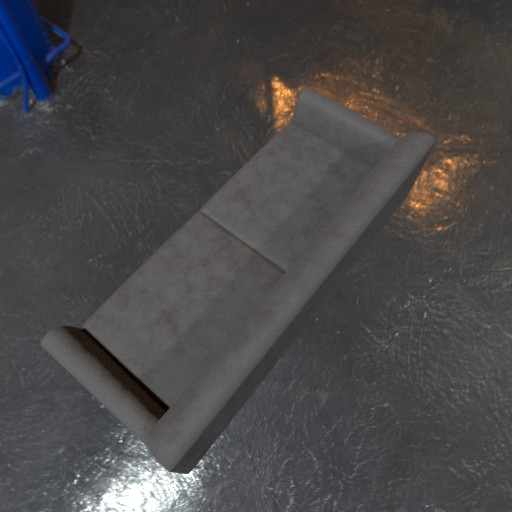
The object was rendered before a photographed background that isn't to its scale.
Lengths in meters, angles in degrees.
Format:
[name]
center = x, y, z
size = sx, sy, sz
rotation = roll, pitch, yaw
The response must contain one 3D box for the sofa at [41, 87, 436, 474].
[sofa]
center = 0.000, 0.000, 2.548
size = 0.900, 0.740, 2.190
rotation = 36, 68, 17
